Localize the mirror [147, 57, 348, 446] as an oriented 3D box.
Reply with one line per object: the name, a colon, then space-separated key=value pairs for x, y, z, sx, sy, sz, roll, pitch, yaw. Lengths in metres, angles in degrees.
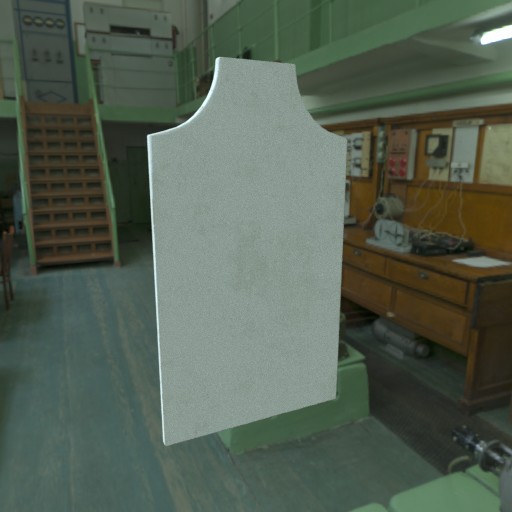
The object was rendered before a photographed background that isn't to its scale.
mirror: x=0.000 y=0.000 z=0.878 sx=0.403 sy=0.717 sz=0.022 roll=-6 pitch=14 yaw=-25
